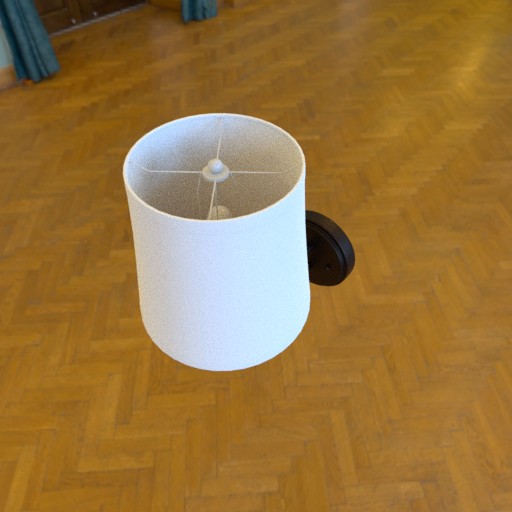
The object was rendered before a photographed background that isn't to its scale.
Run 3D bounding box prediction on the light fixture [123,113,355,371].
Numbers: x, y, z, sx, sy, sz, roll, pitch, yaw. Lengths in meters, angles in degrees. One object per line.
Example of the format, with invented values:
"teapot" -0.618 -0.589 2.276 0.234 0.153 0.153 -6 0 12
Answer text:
"light fixture" 0.000 0.000 0.272 0.100 0.172 0.157 32 55 26
